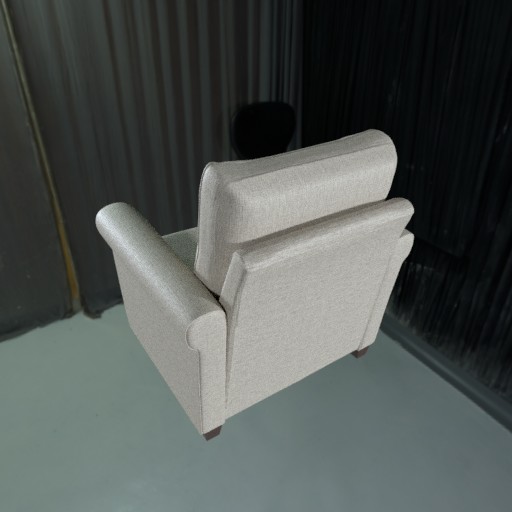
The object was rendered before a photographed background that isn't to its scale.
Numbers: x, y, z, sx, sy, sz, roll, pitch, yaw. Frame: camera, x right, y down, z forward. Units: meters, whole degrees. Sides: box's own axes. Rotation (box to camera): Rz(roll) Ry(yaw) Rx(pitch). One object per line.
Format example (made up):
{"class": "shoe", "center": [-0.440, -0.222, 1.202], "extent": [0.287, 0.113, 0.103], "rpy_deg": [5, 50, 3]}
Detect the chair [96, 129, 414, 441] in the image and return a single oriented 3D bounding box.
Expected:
{"class": "chair", "center": [0.000, 0.000, 2.303], "extent": [1.275, 1.349, 1.180], "rpy_deg": [-19, 36, -28]}
